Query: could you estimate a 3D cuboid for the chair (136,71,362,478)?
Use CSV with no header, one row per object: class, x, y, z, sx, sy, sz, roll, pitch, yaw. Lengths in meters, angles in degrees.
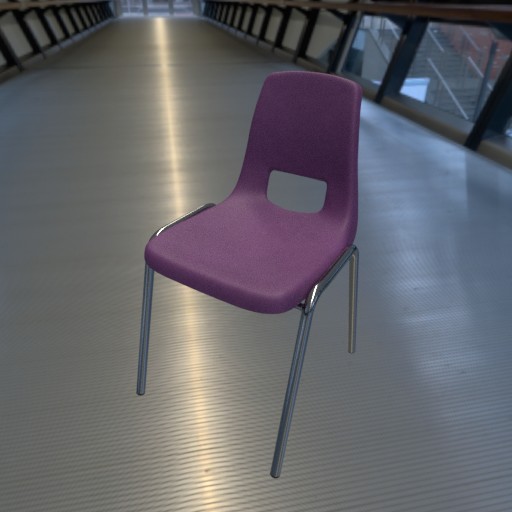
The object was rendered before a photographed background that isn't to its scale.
chair,0.000,0.000,0.911,0.381,0.654,0.432,19,36,28
